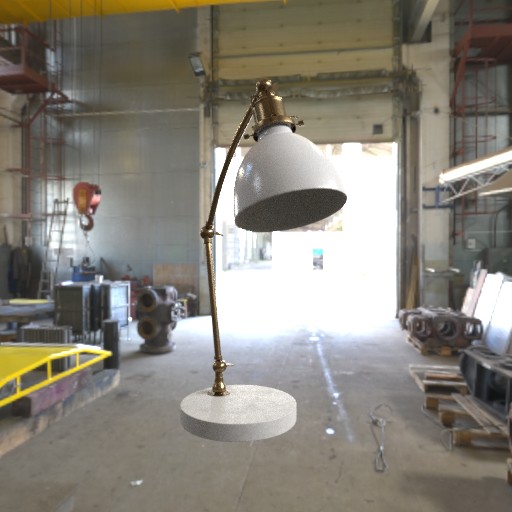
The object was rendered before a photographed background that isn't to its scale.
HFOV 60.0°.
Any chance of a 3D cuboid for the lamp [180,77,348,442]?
[{"bbox_3d":[0.000,0.000,0.675,0.186,0.522,0.317,0,1,-37],"label":"lamp"}]
